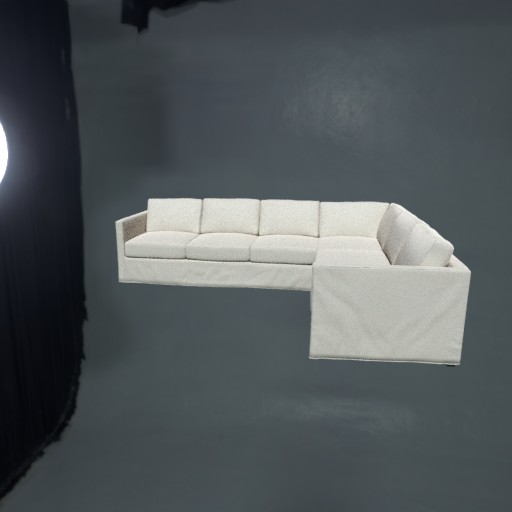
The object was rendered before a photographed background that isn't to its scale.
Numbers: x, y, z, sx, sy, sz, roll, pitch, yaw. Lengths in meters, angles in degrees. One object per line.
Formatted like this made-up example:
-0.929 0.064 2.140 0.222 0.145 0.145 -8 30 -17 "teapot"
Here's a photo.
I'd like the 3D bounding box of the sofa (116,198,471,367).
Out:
0.000 0.000 4.277 3.182 0.871 2.432 2 14 9 "sofa"
